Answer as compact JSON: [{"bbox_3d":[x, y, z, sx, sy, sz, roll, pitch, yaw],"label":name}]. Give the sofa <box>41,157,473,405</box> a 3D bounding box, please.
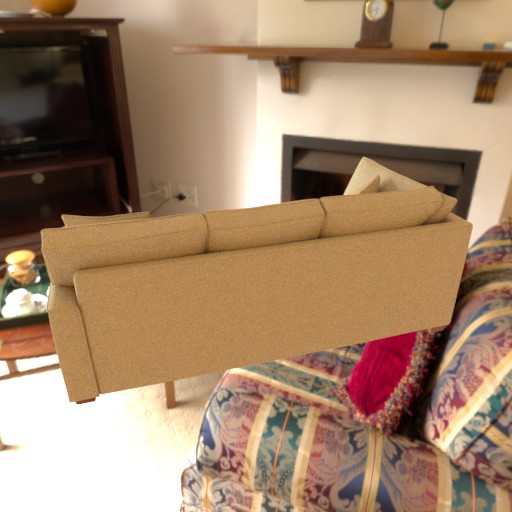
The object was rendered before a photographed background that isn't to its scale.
[{"bbox_3d":[0.000,0.000,2.803,2.317,0.962,1.061,-8,28,-15],"label":"sofa"}]
